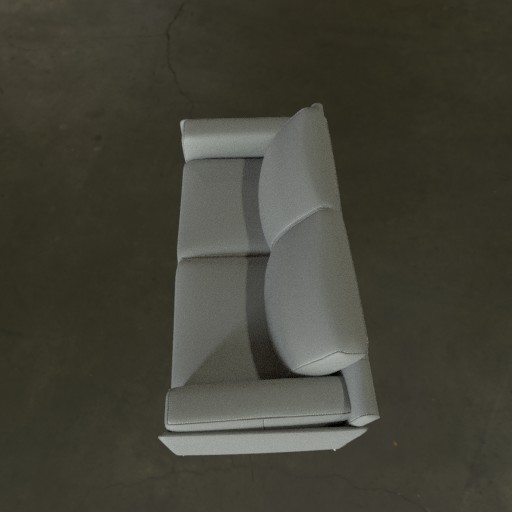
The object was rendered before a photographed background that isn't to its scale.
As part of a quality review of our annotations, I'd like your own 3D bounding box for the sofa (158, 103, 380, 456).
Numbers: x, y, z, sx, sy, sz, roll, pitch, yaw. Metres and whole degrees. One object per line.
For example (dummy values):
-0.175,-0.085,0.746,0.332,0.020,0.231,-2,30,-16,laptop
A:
0.000,0.000,2.622,0.969,0.900,2.100,-2,58,-1,sofa
